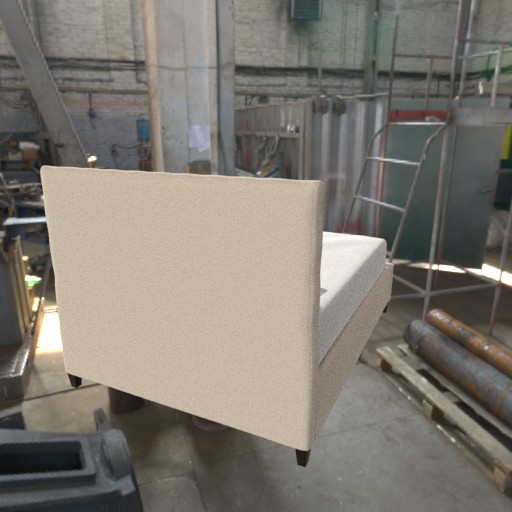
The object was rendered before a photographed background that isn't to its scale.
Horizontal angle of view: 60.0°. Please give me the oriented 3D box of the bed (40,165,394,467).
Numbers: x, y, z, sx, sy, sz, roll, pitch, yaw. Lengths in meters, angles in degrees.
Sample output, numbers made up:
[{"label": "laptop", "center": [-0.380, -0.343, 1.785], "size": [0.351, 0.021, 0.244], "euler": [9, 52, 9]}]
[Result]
[{"label": "bed", "center": [0.000, 0.000, 3.305], "size": [1.696, 1.426, 2.233], "euler": [8, 18, 25]}]
